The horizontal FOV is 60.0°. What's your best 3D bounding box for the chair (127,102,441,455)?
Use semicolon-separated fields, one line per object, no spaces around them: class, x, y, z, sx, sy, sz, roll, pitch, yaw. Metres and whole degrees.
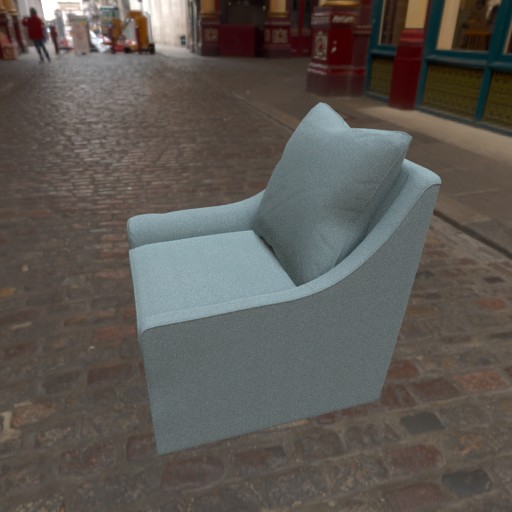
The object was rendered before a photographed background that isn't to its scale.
chair;0.000;0.000;1.572;0.870;0.926;0.760;-8;29;-15
